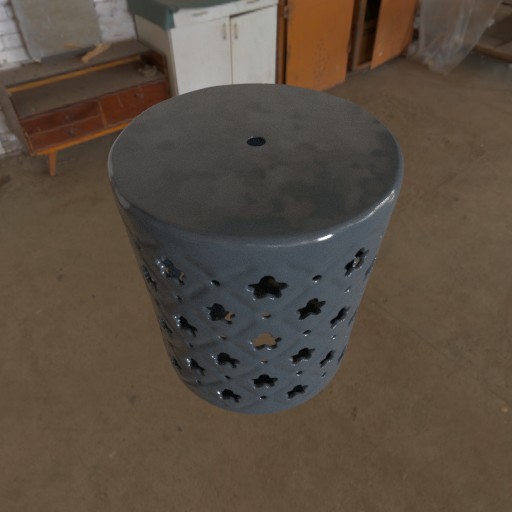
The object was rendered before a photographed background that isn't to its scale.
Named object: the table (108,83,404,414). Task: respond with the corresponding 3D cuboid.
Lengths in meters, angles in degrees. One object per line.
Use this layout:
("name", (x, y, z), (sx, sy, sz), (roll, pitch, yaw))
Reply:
("table", (0.000, 0.000, 0.664), (0.352, 0.387, 0.352), (0, 45, 0))
